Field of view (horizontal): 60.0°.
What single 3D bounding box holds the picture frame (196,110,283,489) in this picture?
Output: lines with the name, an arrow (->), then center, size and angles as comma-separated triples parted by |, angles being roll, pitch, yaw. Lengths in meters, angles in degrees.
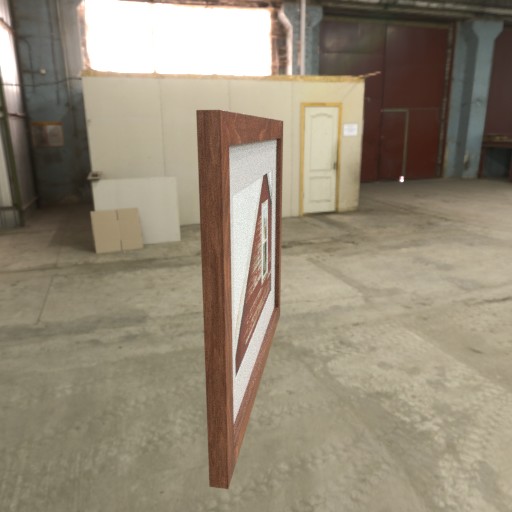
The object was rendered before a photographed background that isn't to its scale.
picture frame -> 0.000, 0.000, 0.766 | 0.025, 0.457, 0.559 | 3, 16, 9
